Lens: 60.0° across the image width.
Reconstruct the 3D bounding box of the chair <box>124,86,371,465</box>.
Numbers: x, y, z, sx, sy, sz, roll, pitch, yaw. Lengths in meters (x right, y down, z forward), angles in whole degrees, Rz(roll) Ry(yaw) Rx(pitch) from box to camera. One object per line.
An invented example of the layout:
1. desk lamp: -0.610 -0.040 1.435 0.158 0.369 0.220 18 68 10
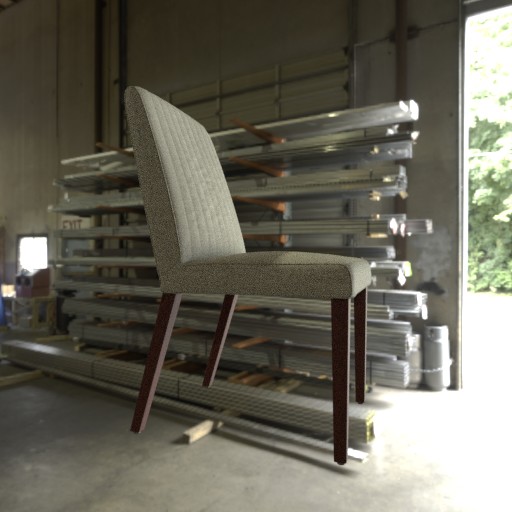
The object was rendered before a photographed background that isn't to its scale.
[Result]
1. chair: 0.000 0.000 1.244 0.594 0.900 0.480 0 0 19
